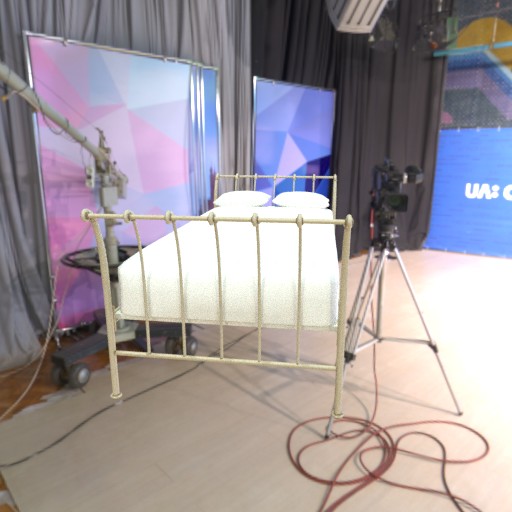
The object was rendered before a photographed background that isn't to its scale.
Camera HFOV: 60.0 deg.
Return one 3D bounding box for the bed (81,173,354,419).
[{"bbox_3d":[0.000,0.000,2.755,1.032,0.873,2.228,2,14,8],"label":"bed"}]
